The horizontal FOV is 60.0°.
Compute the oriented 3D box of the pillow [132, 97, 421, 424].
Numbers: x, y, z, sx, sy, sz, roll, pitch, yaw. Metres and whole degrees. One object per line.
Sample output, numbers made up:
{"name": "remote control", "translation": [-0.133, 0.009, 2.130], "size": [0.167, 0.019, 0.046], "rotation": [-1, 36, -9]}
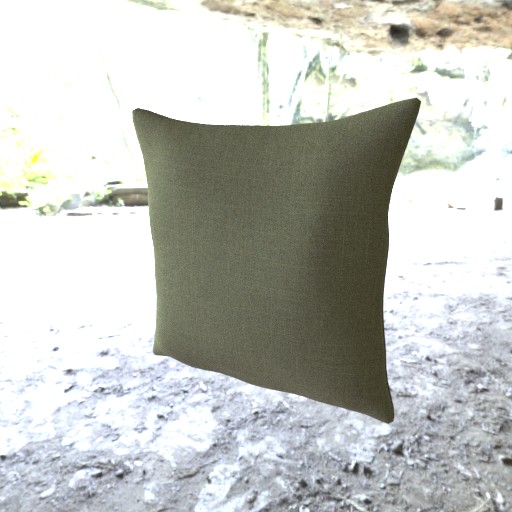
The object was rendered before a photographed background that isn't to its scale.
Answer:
{"name": "pillow", "translation": [0.000, 0.000, 0.661], "size": [0.435, 0.432, 0.138], "rotation": [8, 18, 27]}
